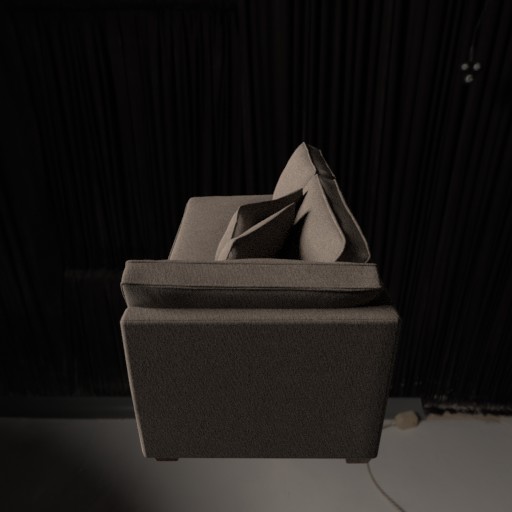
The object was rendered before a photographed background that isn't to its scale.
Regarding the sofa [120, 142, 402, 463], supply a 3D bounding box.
[{"bbox_3d":[0.000,0.000,2.761,1.110,1.033,2.237,0,27,0],"label":"sofa"}]
